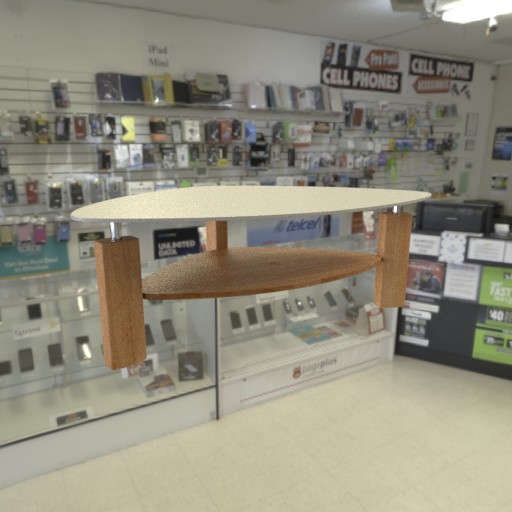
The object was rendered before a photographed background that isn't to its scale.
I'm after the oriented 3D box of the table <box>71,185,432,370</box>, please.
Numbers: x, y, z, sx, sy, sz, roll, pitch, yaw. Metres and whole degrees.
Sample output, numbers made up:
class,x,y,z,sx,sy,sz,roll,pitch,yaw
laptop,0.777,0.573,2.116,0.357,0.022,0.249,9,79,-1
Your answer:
class,x,y,z,sx,sy,sz,roll,pitch,yaw
table,0.000,0.000,1.618,1.250,0.440,0.850,-7,16,-27
